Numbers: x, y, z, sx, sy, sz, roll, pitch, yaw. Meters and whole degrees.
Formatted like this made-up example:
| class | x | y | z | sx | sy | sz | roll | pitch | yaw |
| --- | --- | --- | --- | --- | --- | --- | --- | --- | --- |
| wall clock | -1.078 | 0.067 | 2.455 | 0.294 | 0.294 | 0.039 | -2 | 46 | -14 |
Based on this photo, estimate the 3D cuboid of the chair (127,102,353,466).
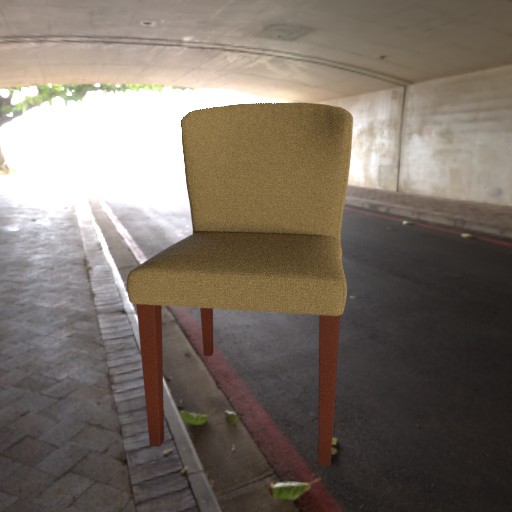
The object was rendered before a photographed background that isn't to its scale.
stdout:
| class | x | y | z | sx | sy | sz | roll | pitch | yaw |
| --- | --- | --- | --- | --- | --- | --- | --- | --- | --- |
| chair | 0.000 | 0.000 | 1.198 | 0.491 | 0.839 | 0.589 | 2 | 14 | 9 |
